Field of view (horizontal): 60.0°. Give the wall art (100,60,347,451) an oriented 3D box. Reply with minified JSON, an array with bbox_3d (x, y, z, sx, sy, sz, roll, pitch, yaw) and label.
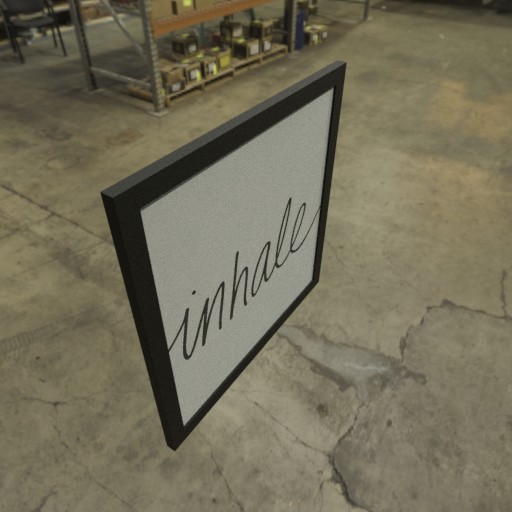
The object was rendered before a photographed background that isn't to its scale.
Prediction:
[{"bbox_3d":[0.000,0.000,0.526,0.013,0.356,0.356,24,46,26],"label":"wall art"}]
